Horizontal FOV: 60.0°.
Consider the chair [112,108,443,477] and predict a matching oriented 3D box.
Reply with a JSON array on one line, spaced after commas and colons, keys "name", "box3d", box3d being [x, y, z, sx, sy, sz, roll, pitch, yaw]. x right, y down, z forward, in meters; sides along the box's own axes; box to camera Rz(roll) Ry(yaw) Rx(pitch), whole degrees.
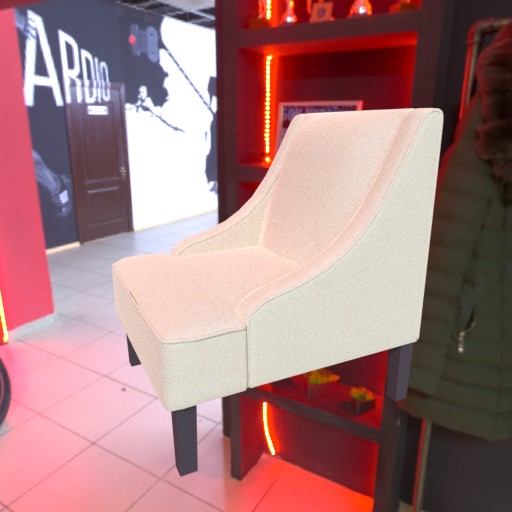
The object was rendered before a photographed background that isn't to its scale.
[{"name": "chair", "box3d": [0.000, 0.000, 1.410, 0.806, 0.886, 0.689, -8, 18, -25]}]
